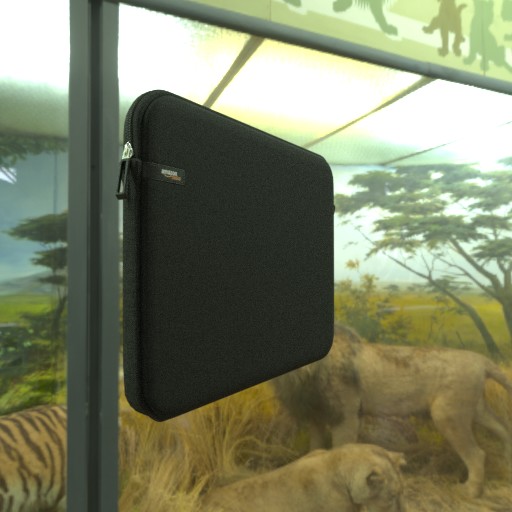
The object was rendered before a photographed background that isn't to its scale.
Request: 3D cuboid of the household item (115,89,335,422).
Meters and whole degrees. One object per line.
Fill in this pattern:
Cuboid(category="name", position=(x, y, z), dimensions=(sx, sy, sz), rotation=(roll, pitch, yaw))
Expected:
Cuboid(category="household item", position=(0.000, 0.000, 0.531), dimensions=(0.030, 0.305, 0.396), rotation=(0, -1, 35))
